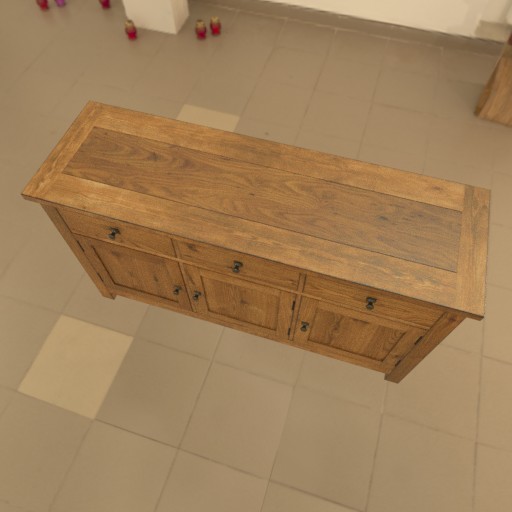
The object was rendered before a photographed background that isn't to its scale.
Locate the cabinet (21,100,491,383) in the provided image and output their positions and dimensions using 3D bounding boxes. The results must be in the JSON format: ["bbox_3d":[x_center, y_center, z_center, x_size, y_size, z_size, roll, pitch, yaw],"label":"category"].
[{"bbox_3d":[0.000,0.000,1.805,1.474,0.813,0.480,15,60,9],"label":"cabinet"}]
